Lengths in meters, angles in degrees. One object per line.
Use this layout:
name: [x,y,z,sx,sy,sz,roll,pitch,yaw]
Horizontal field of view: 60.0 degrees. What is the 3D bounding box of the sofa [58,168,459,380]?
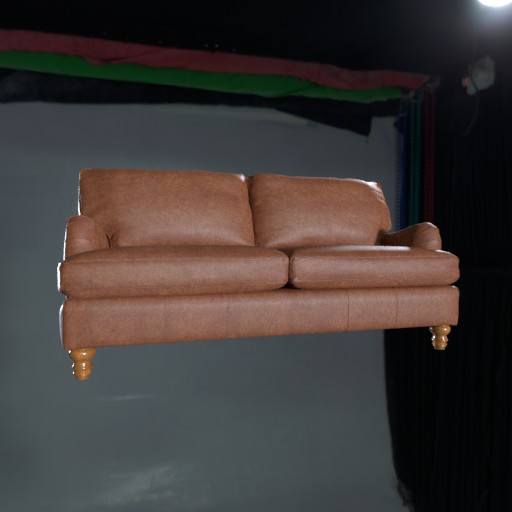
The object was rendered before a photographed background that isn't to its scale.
sofa: [0.000,0.000,2.731,2.144,1.071,1.147,0,1,-18]
